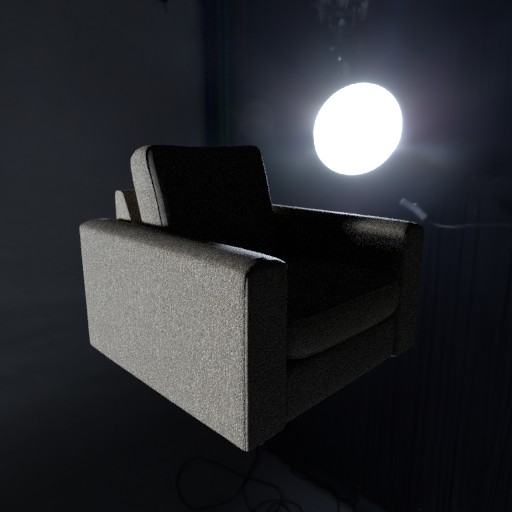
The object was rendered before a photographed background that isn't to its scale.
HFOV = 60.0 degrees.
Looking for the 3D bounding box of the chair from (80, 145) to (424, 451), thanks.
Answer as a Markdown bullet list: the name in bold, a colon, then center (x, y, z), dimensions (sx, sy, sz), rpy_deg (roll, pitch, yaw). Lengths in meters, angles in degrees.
- **chair**: center (0.000, 0.000, 1.792), dimensions (1.005, 0.873, 1.016), rpy_deg (-13, 19, -43)
